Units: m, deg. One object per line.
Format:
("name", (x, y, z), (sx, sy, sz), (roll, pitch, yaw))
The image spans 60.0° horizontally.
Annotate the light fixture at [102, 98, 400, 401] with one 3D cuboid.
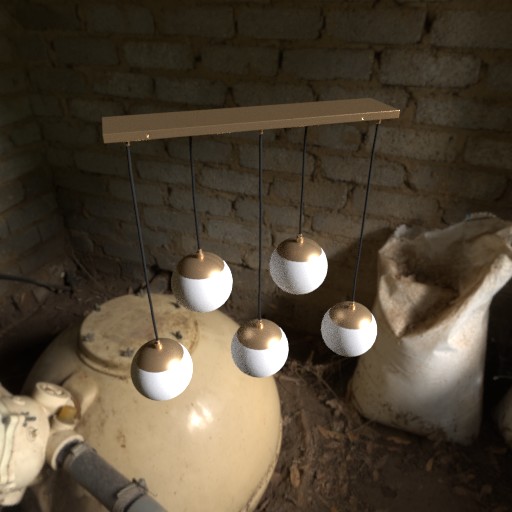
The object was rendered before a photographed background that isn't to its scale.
("light fixture", (0.000, 0.000, 1.380), (0.863, 0.869, 0.299), (-9, 33, -14))
